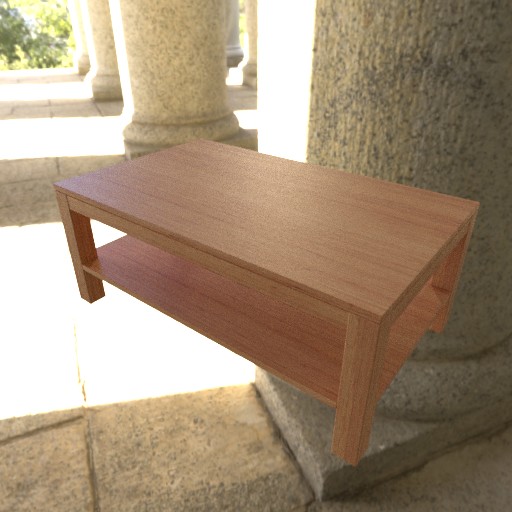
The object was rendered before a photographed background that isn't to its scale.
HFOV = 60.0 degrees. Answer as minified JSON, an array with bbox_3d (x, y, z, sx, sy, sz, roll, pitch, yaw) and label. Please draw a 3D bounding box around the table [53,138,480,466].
[{"bbox_3d":[0.000,0.000,1.497,1.146,0.457,0.695,21,36,32],"label":"table"}]
